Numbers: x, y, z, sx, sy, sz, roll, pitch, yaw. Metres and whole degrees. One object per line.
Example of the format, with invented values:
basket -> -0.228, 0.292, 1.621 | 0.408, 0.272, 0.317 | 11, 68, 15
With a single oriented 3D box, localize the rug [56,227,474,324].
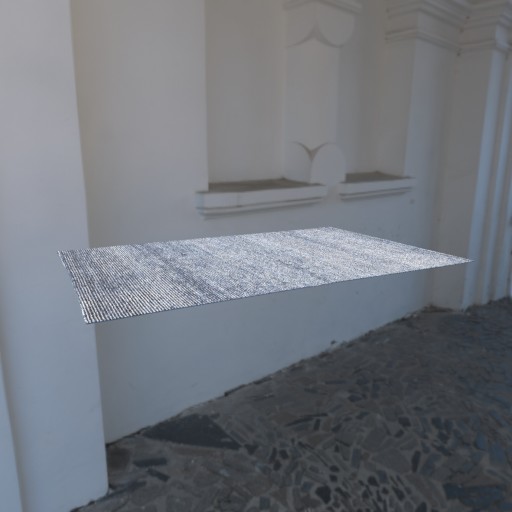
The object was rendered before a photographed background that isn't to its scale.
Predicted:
rug -> 0.000, 0.000, 2.185 | 1.740, 0.010, 1.135 | -7, 14, -26
